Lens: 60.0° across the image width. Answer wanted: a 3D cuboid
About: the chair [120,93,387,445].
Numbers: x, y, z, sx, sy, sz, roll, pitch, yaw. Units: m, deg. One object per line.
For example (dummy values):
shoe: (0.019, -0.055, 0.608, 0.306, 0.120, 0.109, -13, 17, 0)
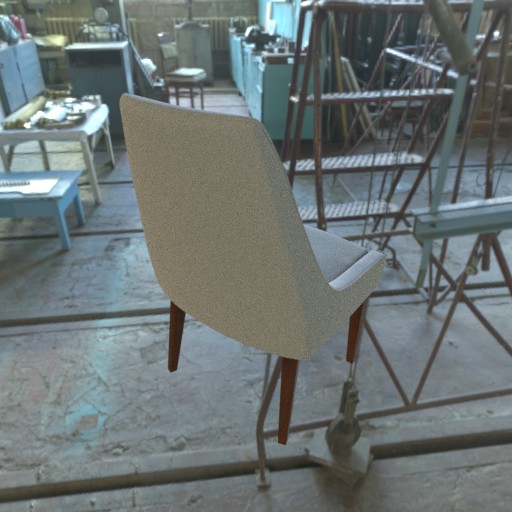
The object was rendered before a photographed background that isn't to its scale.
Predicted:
chair: (0.000, 0.000, 1.178, 0.529, 0.861, 0.544, 22, 37, 31)
